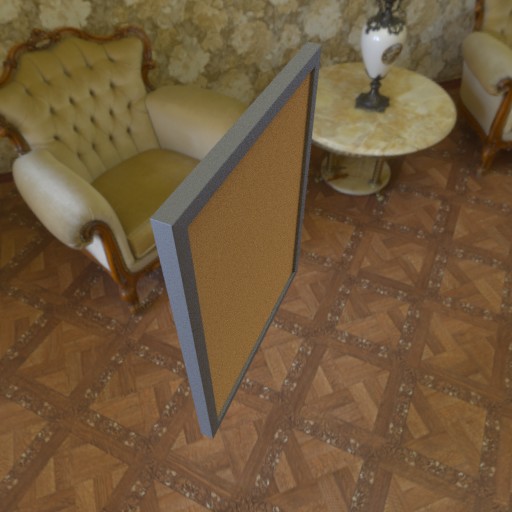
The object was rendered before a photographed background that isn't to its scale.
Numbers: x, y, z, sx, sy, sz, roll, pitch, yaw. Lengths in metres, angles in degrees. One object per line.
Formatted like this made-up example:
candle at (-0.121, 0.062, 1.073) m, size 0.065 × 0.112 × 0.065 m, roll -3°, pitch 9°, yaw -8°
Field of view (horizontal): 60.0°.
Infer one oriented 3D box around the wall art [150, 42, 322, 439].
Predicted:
wall art at (0.000, 0.000, 0.777) m, size 0.029 × 0.558 × 0.458 m, roll 18°, pitch 50°, yaw 16°
